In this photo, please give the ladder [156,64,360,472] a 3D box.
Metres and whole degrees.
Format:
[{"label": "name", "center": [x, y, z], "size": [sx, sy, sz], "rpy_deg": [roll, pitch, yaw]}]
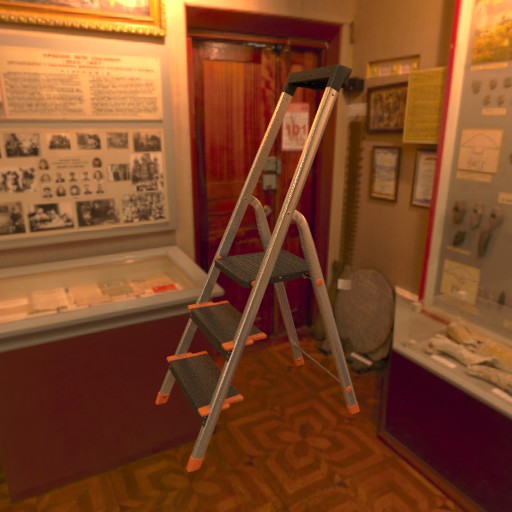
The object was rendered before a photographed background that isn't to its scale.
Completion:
[{"label": "ladder", "center": [0.000, 0.000, 1.548], "size": [0.686, 1.229, 0.416], "rpy_deg": [-8, 19, -25]}]
